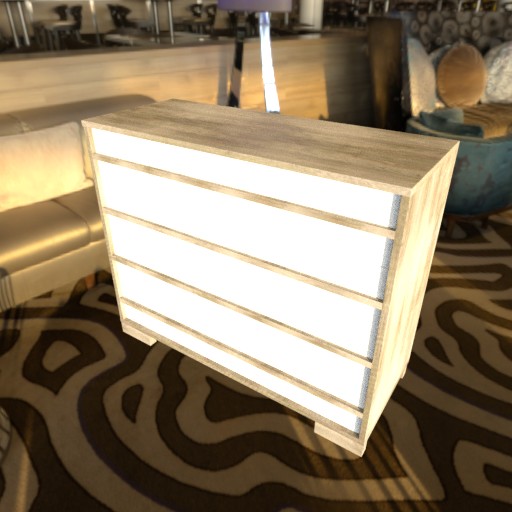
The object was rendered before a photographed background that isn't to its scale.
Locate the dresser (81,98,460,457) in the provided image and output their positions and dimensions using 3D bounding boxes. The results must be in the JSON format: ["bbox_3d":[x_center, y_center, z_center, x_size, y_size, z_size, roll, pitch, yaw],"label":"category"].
[{"bbox_3d":[0.000,0.000,1.440,0.994,0.816,0.404,19,35,29],"label":"dresser"}]
